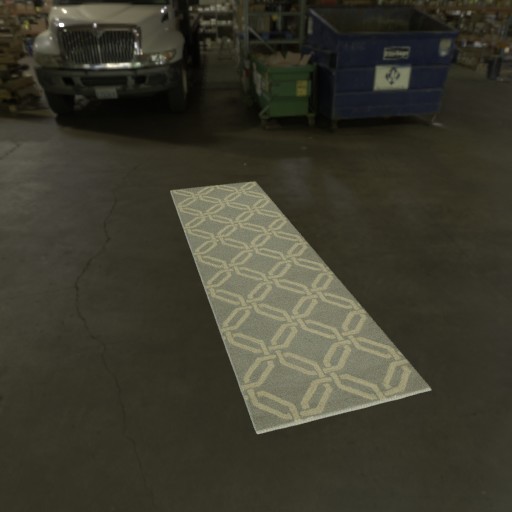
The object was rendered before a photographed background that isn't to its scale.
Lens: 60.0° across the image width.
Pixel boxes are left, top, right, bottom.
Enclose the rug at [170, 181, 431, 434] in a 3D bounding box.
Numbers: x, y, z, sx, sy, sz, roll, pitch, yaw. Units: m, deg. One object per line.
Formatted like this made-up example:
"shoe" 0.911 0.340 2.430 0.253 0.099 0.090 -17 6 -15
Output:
"rug" 0.000 0.000 2.503 0.678 0.014 2.276 -9 31 -14
